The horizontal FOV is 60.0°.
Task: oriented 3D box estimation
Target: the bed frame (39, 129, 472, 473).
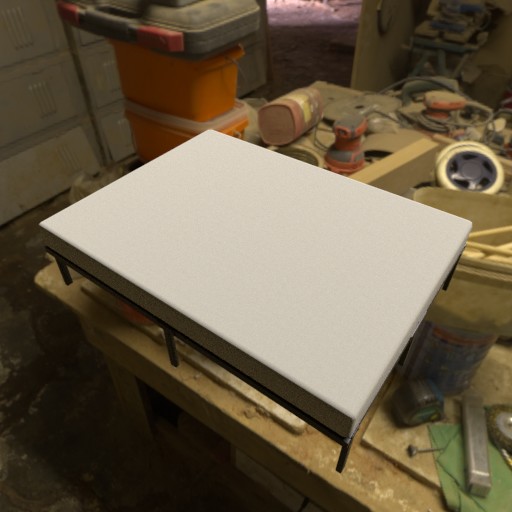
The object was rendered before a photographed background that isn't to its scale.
[{"bbox_3d":[0.000,0.000,3.518,2.635,0.680,1.990,26,48,26],"label":"bed frame"}]
